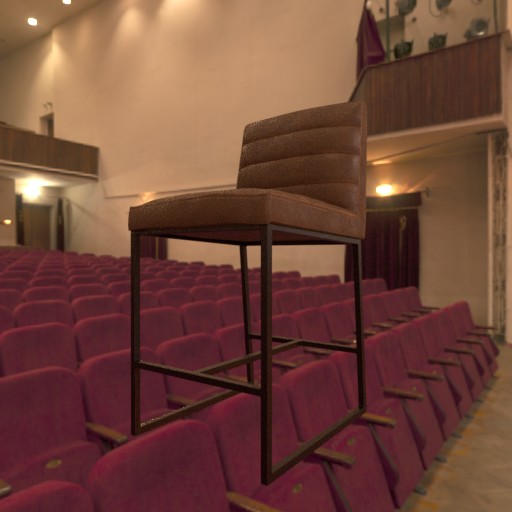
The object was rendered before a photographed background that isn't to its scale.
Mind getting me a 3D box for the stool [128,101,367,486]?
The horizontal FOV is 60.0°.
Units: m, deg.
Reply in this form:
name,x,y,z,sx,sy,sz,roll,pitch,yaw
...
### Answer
name,x,y,z,sx,sy,sz,roll,pitch,yaw
stool,0.000,0.000,1.247,0.463,0.942,0.562,0,0,36
